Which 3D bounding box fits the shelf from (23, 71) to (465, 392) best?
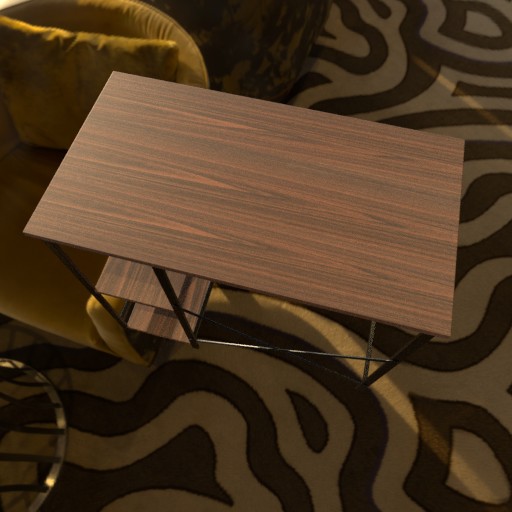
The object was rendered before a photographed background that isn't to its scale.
[{"bbox_3d":[0.000,0.000,1.340,0.902,0.750,0.498,13,65,6],"label":"shelf"}]
